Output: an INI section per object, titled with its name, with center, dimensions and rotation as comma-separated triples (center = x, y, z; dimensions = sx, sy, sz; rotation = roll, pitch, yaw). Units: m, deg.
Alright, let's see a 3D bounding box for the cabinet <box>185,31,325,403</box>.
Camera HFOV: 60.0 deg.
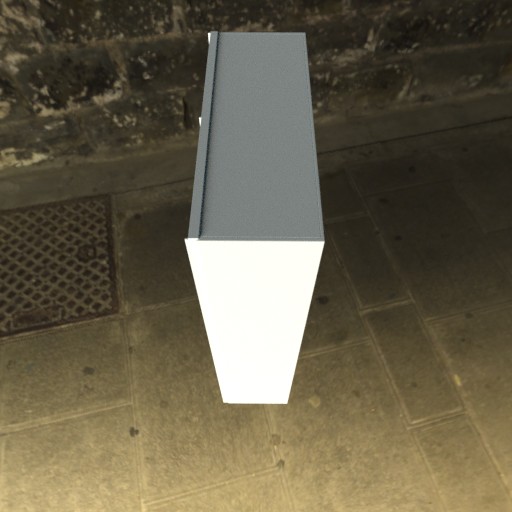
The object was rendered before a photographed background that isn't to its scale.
[cabinet]
center = 0.000, 0.000, 2.756
dimensions = 0.480, 2.160, 1.250
rotation = 0, 57, 0
